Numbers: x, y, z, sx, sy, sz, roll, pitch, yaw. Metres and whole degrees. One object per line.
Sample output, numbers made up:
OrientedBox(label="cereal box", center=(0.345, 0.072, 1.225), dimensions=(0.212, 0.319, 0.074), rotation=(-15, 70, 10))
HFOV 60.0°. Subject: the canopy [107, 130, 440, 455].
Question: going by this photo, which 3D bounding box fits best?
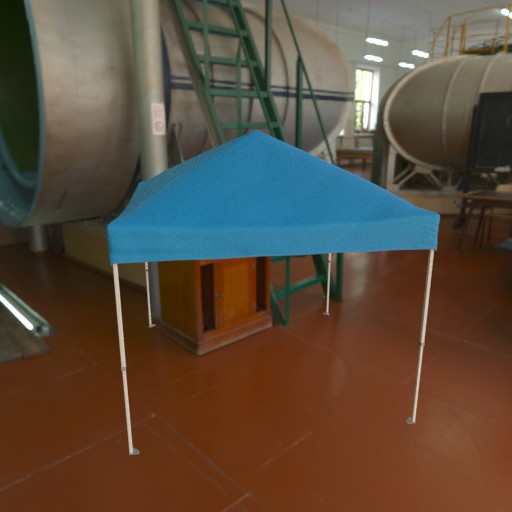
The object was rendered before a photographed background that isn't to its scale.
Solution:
OrientedBox(label="canopy", center=(0.000, 0.000, 5.478), dimensions=(2.996, 2.997, 2.998), rotation=(-3, 16, -9))
